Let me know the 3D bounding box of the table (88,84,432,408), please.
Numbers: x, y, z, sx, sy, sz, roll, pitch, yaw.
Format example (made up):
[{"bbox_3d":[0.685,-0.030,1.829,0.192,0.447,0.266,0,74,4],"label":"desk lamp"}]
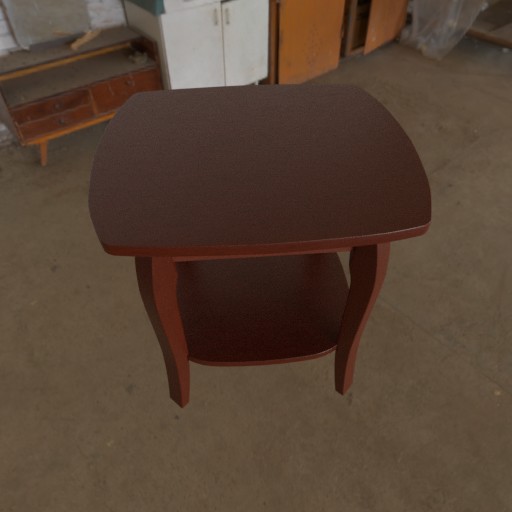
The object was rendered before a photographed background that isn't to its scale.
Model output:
[{"bbox_3d":[0.000,0.000,0.877,0.502,0.496,0.433,-3,46,-3],"label":"table"}]
